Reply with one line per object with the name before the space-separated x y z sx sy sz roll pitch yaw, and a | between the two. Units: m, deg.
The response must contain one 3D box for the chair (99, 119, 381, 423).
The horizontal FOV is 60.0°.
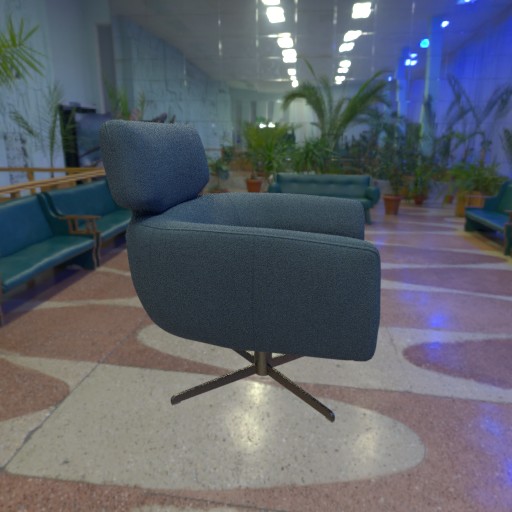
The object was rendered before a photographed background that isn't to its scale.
chair | 0.000 0.000 1.400 0.761 0.813 0.738 3 15 10
